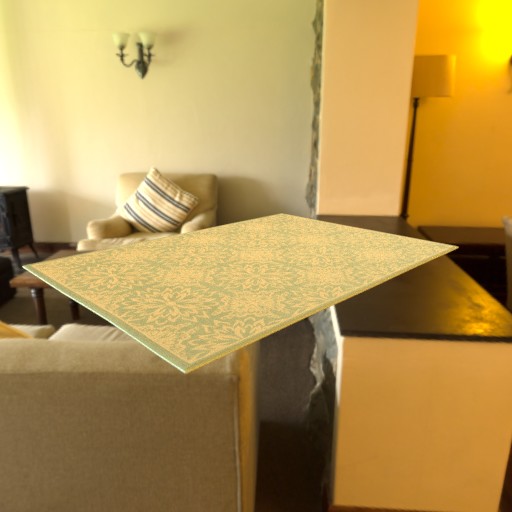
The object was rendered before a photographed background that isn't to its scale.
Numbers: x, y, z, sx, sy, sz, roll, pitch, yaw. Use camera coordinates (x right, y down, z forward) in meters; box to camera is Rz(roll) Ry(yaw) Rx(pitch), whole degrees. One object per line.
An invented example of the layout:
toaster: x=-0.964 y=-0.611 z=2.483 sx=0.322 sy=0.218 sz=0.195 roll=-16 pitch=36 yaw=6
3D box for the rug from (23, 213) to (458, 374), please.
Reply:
rug: x=0.000 y=0.000 z=2.741 sx=2.205 sy=0.014 sz=1.589 roll=-16 pitch=23 yaw=-42
